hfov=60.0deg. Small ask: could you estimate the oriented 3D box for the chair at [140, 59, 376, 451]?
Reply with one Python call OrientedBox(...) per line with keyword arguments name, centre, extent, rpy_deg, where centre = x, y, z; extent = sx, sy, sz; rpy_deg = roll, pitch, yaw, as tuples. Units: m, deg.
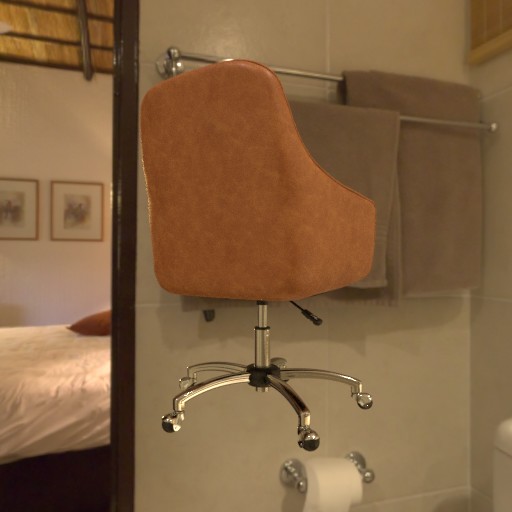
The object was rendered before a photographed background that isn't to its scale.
OrientedBox(name="chair", centre=(0.000, 0.000, 1.325), extent=(0.628, 0.909, 0.615), rpy_deg=(0, -1, 35))
